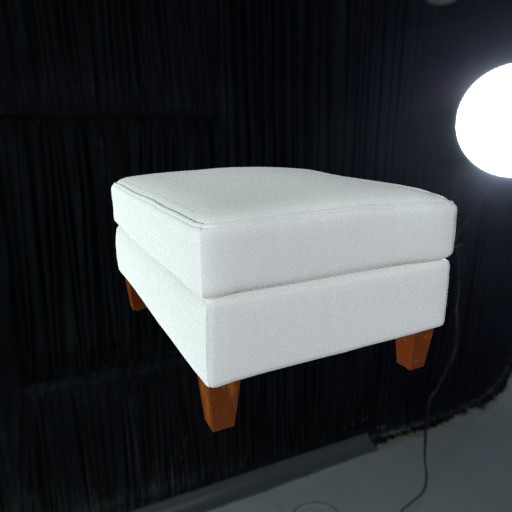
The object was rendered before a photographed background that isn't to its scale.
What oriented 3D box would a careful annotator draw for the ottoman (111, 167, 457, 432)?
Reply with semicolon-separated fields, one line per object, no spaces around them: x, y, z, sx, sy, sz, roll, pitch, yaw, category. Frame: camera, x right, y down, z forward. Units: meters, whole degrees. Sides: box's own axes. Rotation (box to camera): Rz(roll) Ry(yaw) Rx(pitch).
0.000;0.000;1.233;0.634;0.479;0.818;-8;17;-26;ottoman
